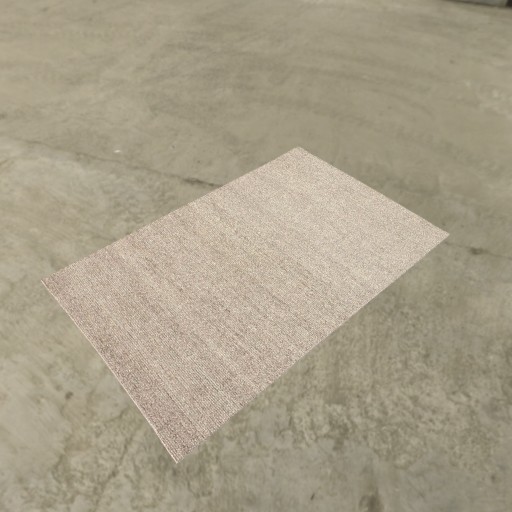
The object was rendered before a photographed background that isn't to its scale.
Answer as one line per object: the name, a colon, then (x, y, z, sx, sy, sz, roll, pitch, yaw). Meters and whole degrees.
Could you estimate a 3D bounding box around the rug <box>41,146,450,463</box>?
rug: (0.000, 0.000, 2.278, 1.792, 0.021, 1.154, -33, 54, -27)
